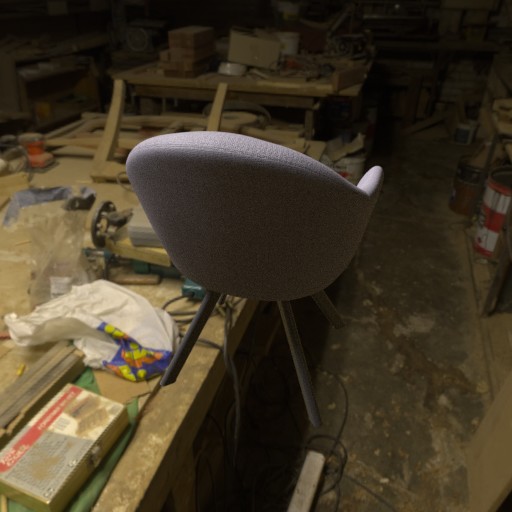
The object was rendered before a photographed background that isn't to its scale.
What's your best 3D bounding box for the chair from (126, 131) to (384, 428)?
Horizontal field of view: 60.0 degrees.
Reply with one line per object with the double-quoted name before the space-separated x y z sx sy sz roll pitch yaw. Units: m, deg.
"chair" 0.000 0.000 1.199 0.590 0.795 0.550 10 34 15
